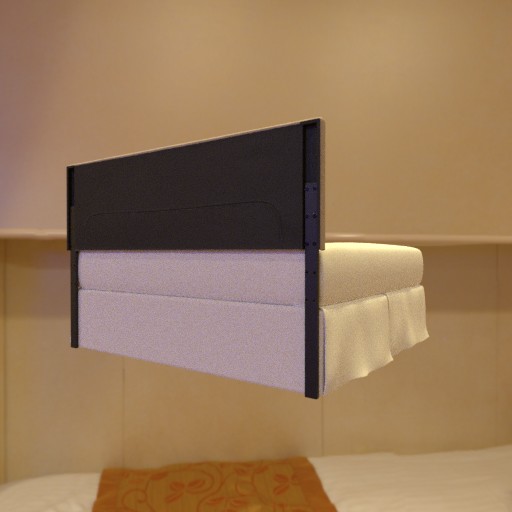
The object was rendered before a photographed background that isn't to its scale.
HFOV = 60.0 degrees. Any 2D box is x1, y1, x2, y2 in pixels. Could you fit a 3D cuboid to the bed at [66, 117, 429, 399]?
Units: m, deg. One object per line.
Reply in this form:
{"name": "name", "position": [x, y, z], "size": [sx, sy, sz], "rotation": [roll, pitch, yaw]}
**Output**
{"name": "bed", "position": [0.000, 0.000, 3.461], "size": [2.170, 1.346, 1.914], "rotation": [0, 1, 35]}
